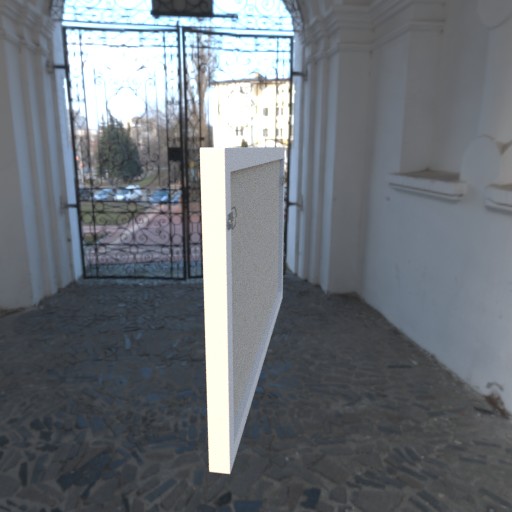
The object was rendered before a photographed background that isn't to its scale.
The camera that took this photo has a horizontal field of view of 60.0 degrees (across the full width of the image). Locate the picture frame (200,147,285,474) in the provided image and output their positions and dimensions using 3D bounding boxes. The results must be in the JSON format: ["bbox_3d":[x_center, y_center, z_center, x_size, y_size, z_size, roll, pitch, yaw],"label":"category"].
[{"bbox_3d":[0.000,0.000,0.796,0.044,0.379,0.647,2,14,9],"label":"picture frame"}]
